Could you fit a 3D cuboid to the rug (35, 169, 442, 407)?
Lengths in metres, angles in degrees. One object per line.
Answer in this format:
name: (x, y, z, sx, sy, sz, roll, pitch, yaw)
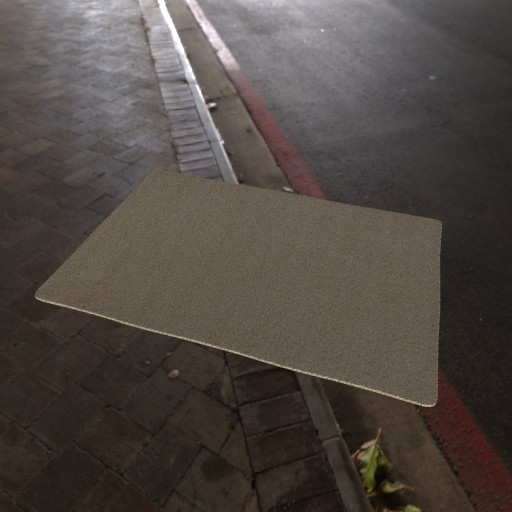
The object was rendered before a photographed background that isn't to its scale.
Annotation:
rug: (0.000, 0.000, 3.403, 2.698, 0.025, 1.798, 12, 43, 13)
